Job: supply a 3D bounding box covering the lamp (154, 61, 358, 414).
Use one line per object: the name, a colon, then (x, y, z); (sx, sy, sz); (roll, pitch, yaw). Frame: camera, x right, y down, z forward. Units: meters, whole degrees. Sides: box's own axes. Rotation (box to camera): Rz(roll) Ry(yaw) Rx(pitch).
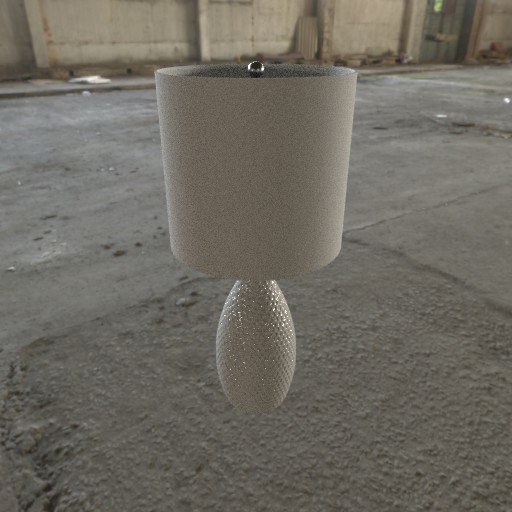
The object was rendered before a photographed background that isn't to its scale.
lamp: (0.000, 0.000, 0.578); (0.214, 0.466, 0.214); (-16, 31, -30)
